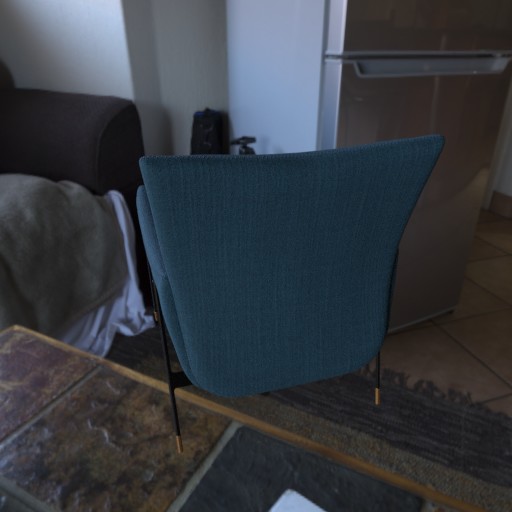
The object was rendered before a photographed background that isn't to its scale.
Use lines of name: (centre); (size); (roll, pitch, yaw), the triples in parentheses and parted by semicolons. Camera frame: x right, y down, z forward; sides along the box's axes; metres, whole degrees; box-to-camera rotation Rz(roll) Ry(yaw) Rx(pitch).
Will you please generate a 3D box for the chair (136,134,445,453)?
chair: (0.000, 0.000, 1.398); (0.678, 0.859, 0.769); (-8, 28, -15)
